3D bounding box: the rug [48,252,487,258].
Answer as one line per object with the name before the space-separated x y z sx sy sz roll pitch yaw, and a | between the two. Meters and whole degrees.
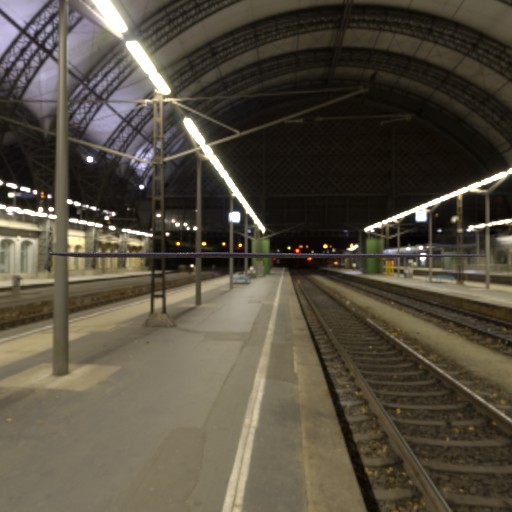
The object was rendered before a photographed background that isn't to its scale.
rug | 0.000 0.000 2.259 1.781 0.012 1.184 0 -1 -17
